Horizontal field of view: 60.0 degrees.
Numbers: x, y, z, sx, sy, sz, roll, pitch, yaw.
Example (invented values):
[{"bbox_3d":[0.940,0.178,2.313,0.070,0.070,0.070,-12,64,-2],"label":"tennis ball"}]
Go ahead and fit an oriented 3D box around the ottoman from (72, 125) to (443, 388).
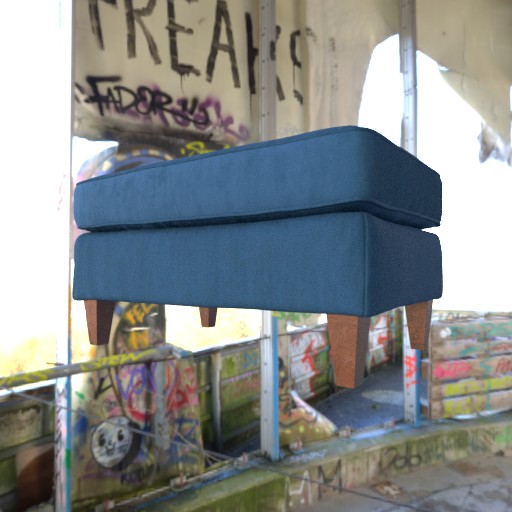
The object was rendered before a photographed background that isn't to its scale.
[{"bbox_3d":[0.000,0.000,1.193,0.862,0.484,0.583,-1,-2,35],"label":"ottoman"}]
